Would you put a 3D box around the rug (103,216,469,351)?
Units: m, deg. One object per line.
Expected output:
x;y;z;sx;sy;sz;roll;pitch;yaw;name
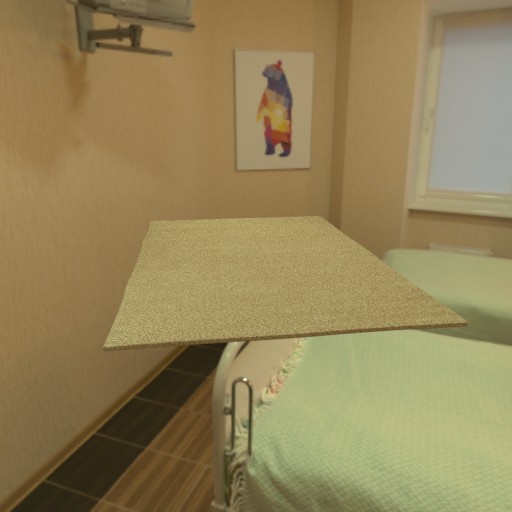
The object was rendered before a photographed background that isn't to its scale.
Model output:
0.000;0.000;3.414;1.800;0.025;2.699;-2;17;-8;rug
